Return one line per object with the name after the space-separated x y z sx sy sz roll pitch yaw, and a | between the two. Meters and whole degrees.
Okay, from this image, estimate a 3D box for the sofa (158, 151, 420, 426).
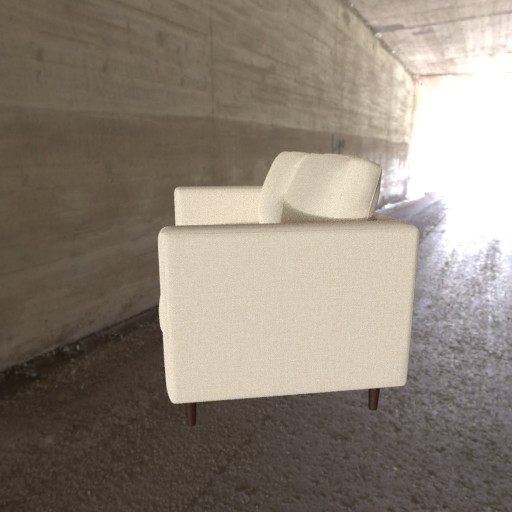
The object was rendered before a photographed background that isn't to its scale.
0.000 0.000 1.992 0.796 0.908 1.430 -2 14 -8 | sofa
